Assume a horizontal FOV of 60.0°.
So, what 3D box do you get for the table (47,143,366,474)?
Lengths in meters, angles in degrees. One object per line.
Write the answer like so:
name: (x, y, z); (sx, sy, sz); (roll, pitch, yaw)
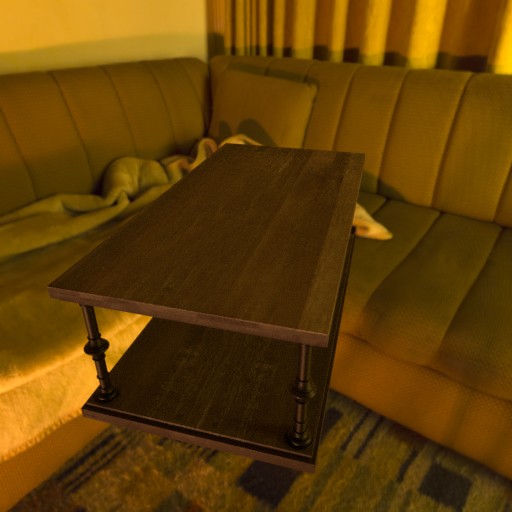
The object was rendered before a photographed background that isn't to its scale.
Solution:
table: (0.000, 0.000, 1.357); (0.554, 0.373, 1.088); (8, 30, 13)
